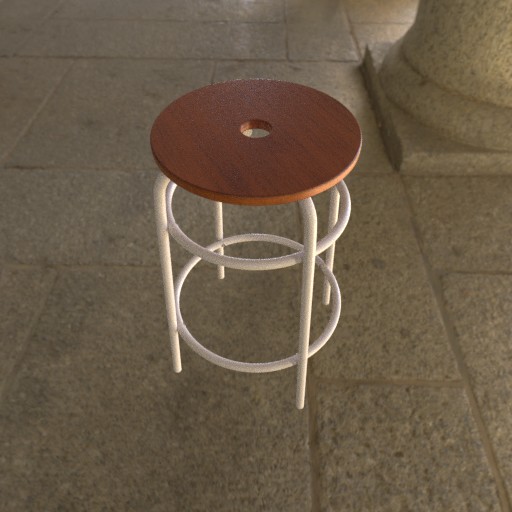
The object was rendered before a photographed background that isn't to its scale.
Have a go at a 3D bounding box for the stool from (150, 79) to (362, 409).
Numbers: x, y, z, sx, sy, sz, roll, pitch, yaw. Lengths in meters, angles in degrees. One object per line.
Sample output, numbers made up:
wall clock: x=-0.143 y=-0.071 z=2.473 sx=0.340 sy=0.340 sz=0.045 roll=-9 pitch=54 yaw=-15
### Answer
stool: x=0.000 y=0.000 z=0.934 sx=0.455 sy=0.610 sz=0.455 roll=-21 pitch=52 yaw=-18
